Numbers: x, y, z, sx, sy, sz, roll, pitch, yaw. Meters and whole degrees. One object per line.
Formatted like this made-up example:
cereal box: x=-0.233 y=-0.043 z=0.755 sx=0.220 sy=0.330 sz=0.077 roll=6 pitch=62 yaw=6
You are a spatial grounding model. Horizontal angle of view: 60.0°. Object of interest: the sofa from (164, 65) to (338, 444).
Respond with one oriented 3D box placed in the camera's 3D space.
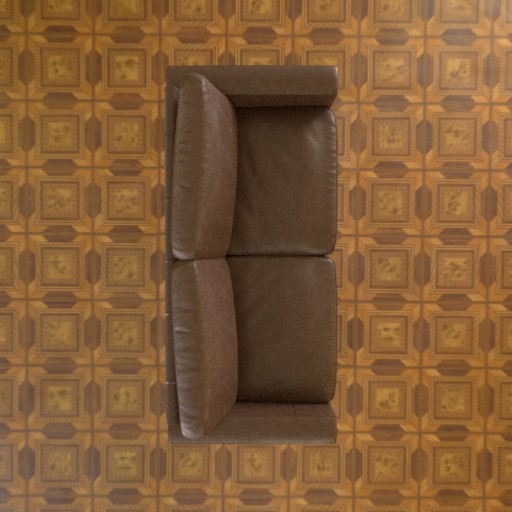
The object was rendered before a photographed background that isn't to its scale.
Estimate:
sofa: x=0.000 y=0.000 z=2.659 sx=1.016 sy=0.873 sz=2.179 roll=0 pitch=91 yaw=0
